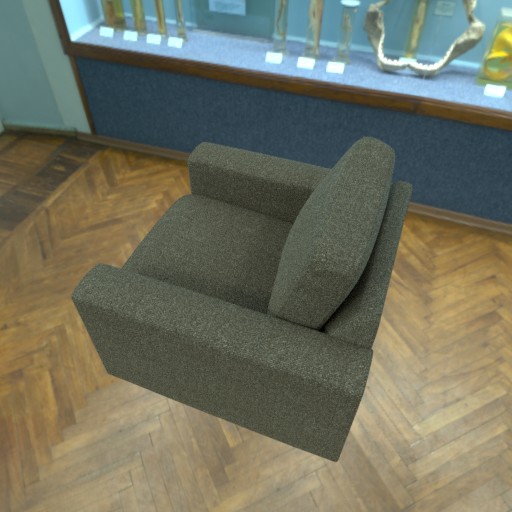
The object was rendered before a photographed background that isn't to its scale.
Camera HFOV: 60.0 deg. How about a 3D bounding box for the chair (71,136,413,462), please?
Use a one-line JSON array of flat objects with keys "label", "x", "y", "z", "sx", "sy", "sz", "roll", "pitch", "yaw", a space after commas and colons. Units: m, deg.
[{"label": "chair", "x": 0.000, "y": 0.000, "z": 1.741, "sx": 1.016, "sy": 0.873, "sz": 1.005, "roll": 16, "pitch": 49, "yaw": 15}]
